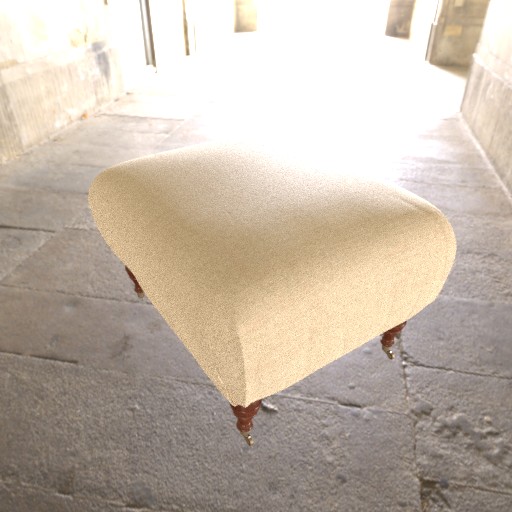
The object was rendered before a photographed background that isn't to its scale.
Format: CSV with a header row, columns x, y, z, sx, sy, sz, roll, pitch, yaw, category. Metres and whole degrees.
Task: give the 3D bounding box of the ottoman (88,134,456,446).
x,y,z,sx,sy,sz,roll,pitch,yaw,category
0.000,0.000,1.129,0.622,0.450,0.747,-20,38,-28,ottoman
